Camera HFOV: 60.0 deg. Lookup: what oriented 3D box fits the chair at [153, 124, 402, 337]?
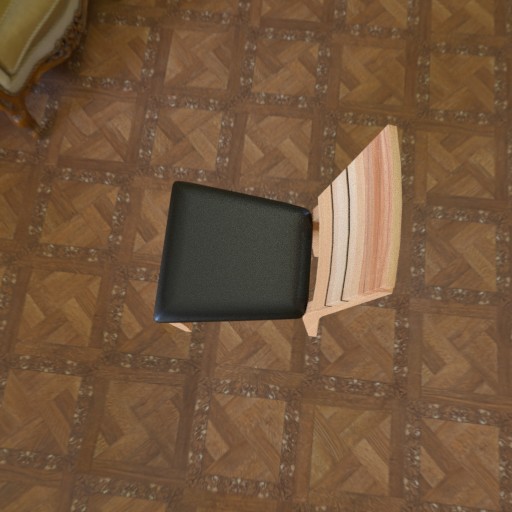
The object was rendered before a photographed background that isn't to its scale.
[{"bbox_3d":[0.000,0.000,1.224,0.520,0.940,0.410,5,76,1],"label":"chair"}]
